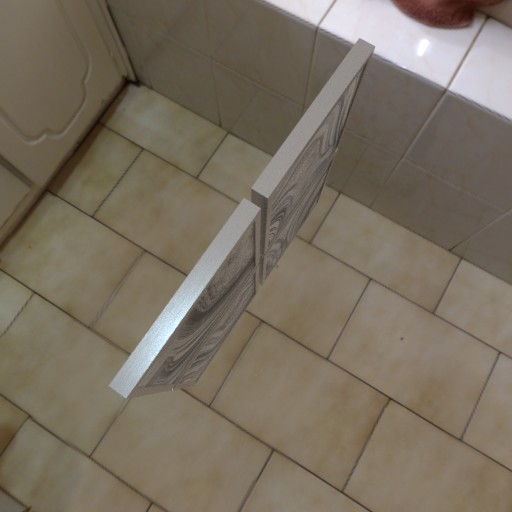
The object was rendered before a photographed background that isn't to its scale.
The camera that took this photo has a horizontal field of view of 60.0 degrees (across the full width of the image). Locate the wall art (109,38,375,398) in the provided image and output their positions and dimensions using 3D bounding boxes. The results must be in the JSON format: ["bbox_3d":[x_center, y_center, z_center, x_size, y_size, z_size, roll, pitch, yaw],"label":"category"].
[{"bbox_3d":[0.000,0.000,0.902,0.029,0.611,0.611,33,77,8],"label":"wall art"}]
